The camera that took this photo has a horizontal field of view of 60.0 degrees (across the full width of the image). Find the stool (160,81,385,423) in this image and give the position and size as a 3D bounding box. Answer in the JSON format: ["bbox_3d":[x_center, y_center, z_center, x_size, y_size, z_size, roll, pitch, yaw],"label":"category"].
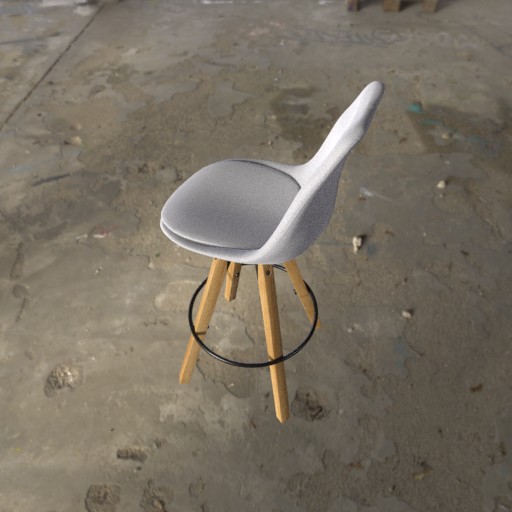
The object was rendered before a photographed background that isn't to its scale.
[{"bbox_3d":[0.000,0.000,1.398,0.550,1.115,0.484,16,48,15],"label":"stool"}]
